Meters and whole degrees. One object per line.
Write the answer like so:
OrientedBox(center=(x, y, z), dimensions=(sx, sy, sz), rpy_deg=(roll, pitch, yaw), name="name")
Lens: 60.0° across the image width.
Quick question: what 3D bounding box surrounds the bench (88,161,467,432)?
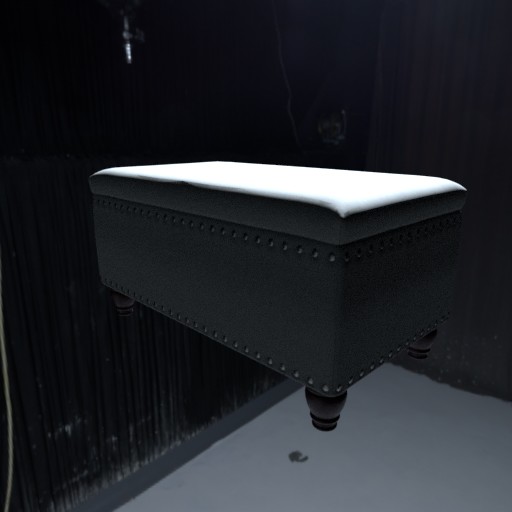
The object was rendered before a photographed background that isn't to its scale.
OrientedBox(center=(0.000, 0.000, 1.201), dimensions=(0.500, 0.449, 0.887), rpy_deg=(-15, 22, -43), name="bench")
